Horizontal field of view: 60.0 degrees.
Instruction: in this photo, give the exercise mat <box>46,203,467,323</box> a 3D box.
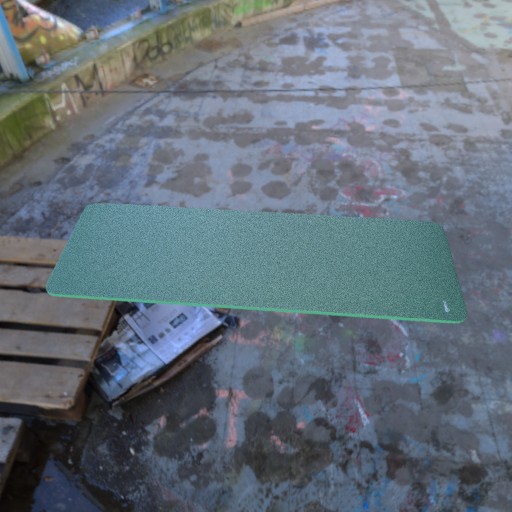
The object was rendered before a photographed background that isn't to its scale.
[{"bbox_3d":[0.000,0.000,2.122,1.869,0.021,0.616,3,48,3],"label":"exercise mat"}]
